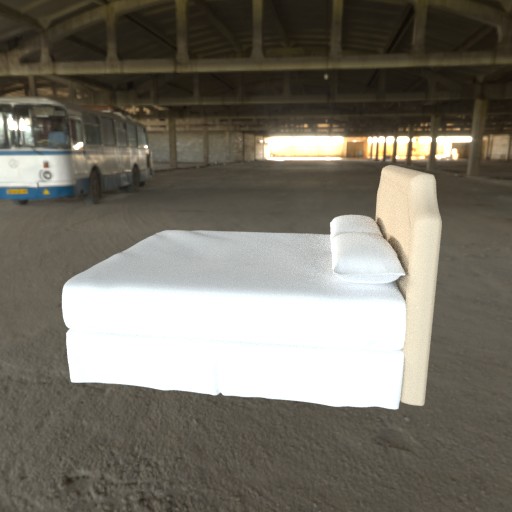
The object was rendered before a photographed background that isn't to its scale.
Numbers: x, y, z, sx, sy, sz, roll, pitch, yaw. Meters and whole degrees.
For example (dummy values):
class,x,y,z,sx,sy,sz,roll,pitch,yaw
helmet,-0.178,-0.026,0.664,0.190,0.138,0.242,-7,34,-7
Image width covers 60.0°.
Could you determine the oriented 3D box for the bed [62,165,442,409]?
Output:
class,x,y,z,sx,sy,sz,roll,pitch,yaw
bed,0.000,0.000,3.887,2.548,1.524,2.134,2,14,9
